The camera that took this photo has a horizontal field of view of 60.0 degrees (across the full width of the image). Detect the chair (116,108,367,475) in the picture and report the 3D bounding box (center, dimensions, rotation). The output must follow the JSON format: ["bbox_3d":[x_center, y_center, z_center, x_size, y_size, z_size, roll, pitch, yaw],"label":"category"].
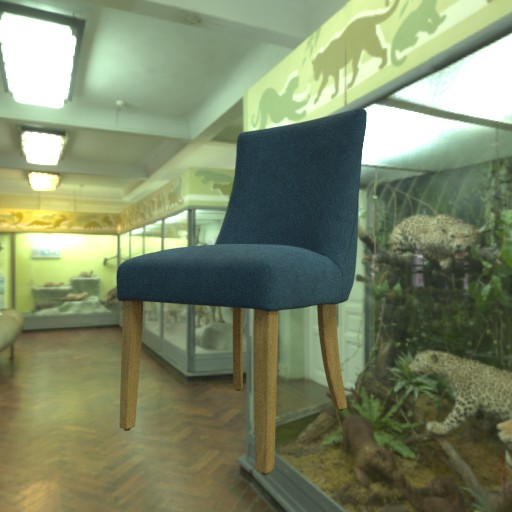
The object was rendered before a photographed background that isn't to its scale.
[{"bbox_3d":[0.000,0.000,1.258,0.495,0.902,0.609,-1,-1,34],"label":"chair"}]
